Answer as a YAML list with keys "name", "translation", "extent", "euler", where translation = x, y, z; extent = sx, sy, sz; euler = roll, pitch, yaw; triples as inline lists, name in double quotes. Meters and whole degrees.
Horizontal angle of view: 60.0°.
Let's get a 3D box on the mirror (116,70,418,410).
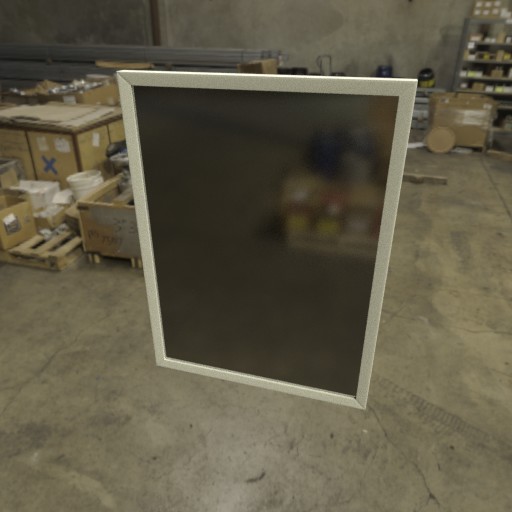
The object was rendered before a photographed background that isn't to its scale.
- name: "mirror"
  translation: [0.000, 0.000, 1.336]
  extent: [0.762, 1.016, 0.040]
  euler: [8, 29, 14]
